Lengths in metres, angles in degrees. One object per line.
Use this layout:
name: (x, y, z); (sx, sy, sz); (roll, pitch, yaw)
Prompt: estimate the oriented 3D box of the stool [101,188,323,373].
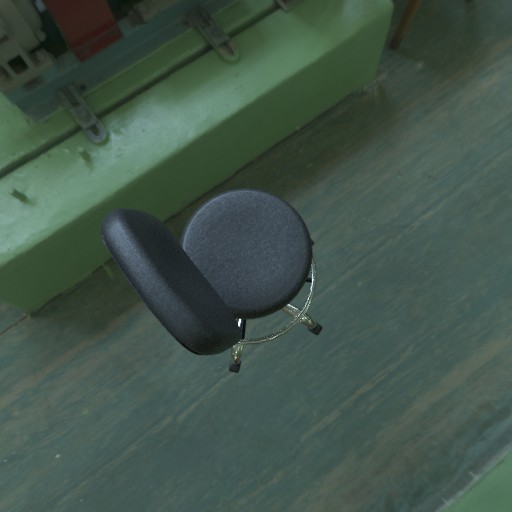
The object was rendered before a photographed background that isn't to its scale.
stool: (0.000, 0.000, 1.490); (0.658, 1.069, 0.694); (-37, 79, -9)
